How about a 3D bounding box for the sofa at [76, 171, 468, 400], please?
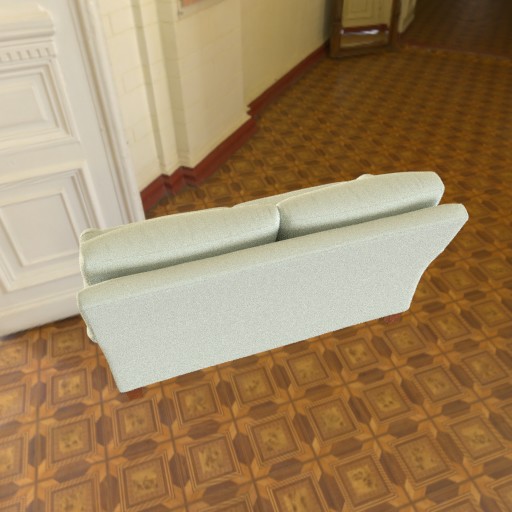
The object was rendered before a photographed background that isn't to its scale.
[{"bbox_3d":[0.000,0.000,2.538,1.853,1.101,1.084,-13,43,-14],"label":"sofa"}]
